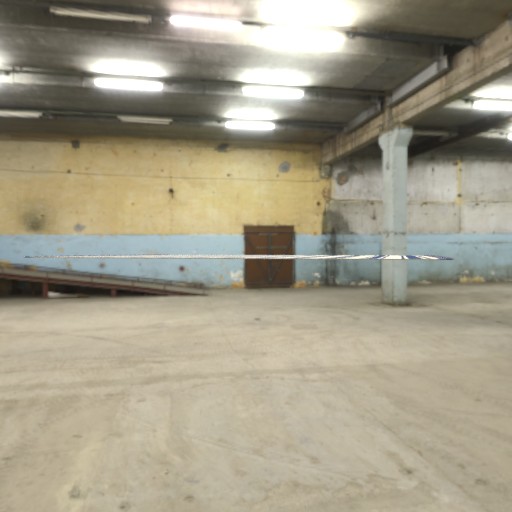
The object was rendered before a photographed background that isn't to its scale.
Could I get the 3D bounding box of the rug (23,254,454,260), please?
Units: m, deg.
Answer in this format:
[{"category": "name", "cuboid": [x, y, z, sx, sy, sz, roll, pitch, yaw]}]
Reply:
[{"category": "rug", "cuboid": [0.000, 0.000, 4.434, 3.416, 0.016, 2.471, 0, 1, 18]}]
